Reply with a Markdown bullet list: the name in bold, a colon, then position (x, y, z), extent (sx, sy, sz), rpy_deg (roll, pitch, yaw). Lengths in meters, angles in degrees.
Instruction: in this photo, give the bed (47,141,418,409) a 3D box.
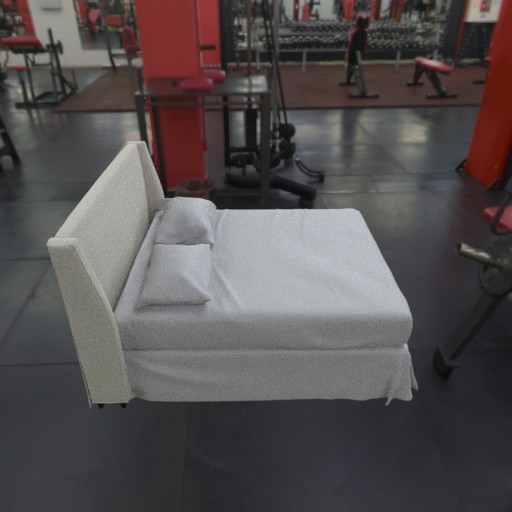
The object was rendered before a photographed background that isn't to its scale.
- **bed**: position (0.000, 0.000, 3.497), extent (2.276, 1.332, 1.925), rpy_deg (0, 31, -1)
